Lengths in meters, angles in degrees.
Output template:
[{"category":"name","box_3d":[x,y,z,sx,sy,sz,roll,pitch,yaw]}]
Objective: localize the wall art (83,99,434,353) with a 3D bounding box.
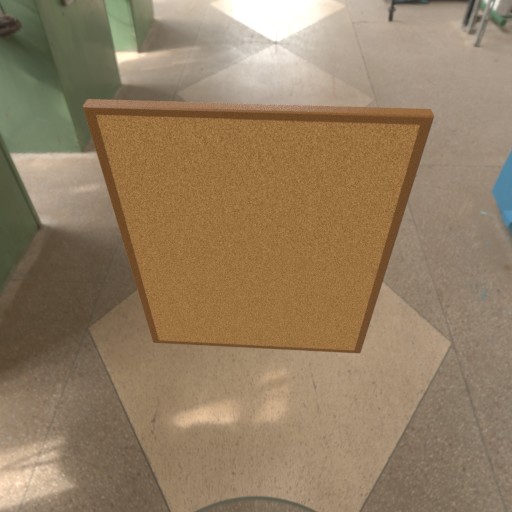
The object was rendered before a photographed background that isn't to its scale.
[{"category":"wall art","box_3d":[0.000,0.000,0.768,0.449,0.550,0.021,2,46,2]}]
